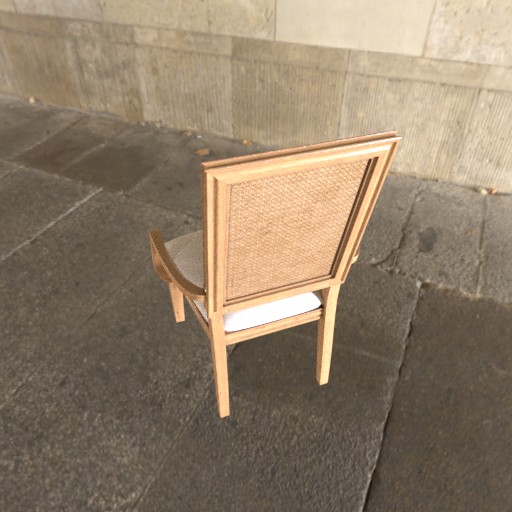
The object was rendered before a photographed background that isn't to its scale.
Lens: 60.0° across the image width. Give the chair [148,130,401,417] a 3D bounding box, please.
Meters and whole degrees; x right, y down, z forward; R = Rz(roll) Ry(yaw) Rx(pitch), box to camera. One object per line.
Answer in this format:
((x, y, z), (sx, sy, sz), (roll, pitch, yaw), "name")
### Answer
((0.000, 0.000, 1.384), (0.606, 0.990, 0.602), (-13, 41, -15), "chair")
